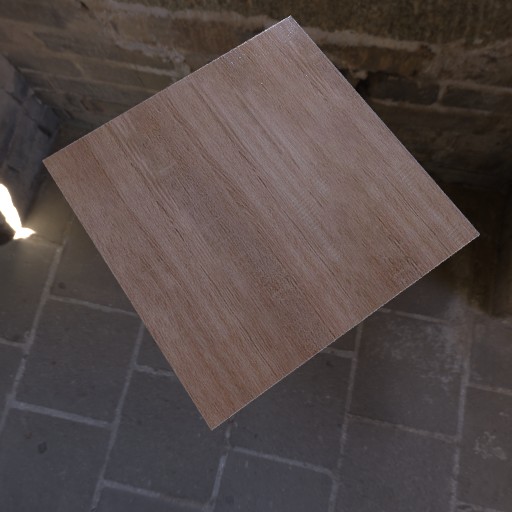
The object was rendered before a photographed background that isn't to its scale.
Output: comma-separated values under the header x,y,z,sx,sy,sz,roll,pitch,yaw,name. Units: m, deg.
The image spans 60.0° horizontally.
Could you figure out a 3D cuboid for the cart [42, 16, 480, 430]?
x,y,z,sx,sy,sz,roll,pitch,yaw,name
0.000,0.000,1.101,0.520,0.762,0.521,-34,78,-8,cart
